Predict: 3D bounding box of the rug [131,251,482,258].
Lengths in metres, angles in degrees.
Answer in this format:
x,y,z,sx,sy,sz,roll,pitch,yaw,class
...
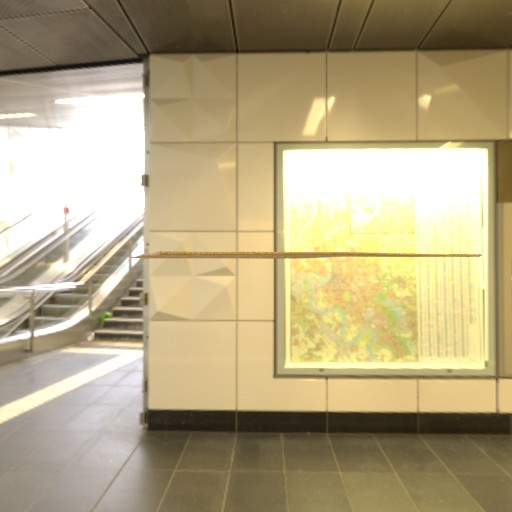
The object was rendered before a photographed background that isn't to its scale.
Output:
x,y,z,sx,sy,sz,roll,pitch,yaw,class
0.000,0.000,2.316,1.179,0.022,1.820,0,-1,-18,rug
